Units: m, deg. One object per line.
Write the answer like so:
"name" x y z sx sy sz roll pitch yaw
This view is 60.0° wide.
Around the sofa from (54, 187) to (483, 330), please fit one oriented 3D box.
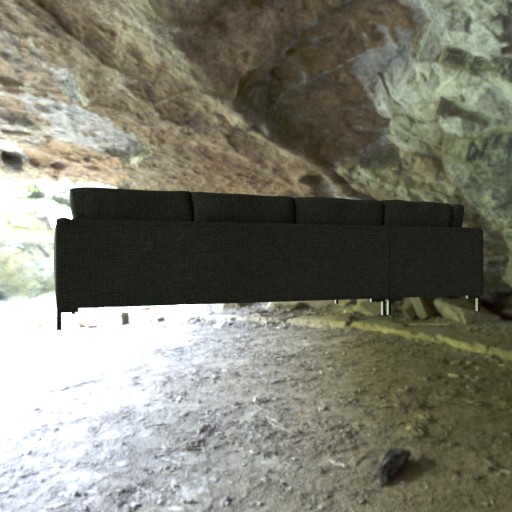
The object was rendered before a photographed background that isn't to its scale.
"sofa" 0.000 0.000 3.781 2.949 0.815 2.007 0 0 -17
